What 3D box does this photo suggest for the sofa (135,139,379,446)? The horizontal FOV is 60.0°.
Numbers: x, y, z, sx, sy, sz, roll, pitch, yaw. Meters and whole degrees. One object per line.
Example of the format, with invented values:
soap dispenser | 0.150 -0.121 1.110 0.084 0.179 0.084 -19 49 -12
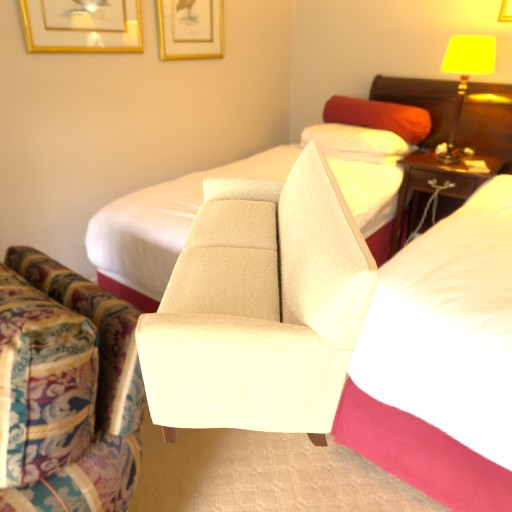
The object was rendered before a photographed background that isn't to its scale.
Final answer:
sofa | 0.000 0.000 2.488 0.841 0.907 2.001 1 26 1
